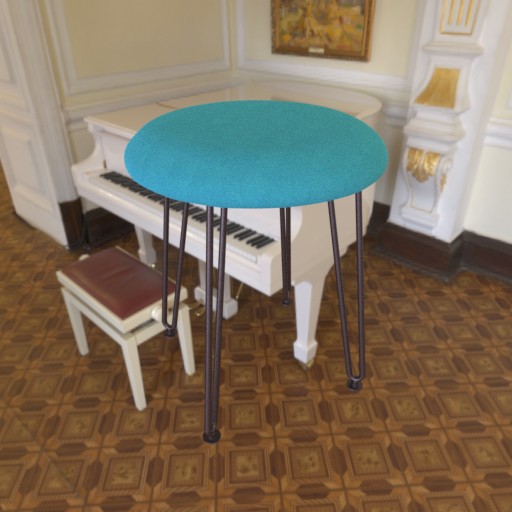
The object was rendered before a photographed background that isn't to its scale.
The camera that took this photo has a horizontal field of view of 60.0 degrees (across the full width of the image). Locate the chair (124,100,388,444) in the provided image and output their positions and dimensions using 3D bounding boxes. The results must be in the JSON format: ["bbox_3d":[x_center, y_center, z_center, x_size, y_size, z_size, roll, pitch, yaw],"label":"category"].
[{"bbox_3d":[0.000,0.000,0.695,0.350,0.430,0.350,-20,36,-30],"label":"chair"}]
